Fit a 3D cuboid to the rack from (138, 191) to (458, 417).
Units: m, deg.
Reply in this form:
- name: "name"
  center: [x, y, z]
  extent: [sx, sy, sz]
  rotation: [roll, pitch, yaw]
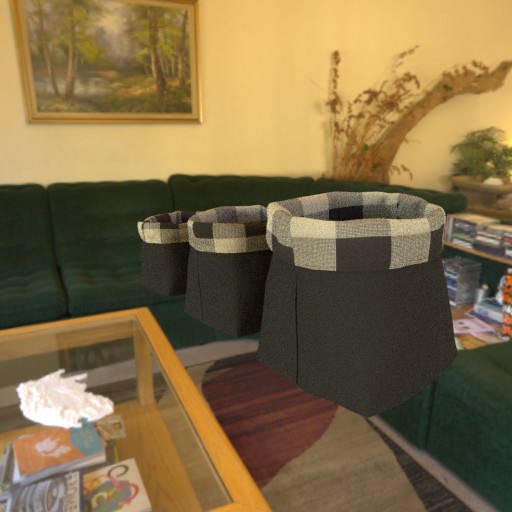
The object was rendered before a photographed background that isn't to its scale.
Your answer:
- name: "rack"
  center: [0.000, 0.000, 1.068]
  extent: [0.370, 0.329, 0.889]
  rotation: [-15, 22, -41]
